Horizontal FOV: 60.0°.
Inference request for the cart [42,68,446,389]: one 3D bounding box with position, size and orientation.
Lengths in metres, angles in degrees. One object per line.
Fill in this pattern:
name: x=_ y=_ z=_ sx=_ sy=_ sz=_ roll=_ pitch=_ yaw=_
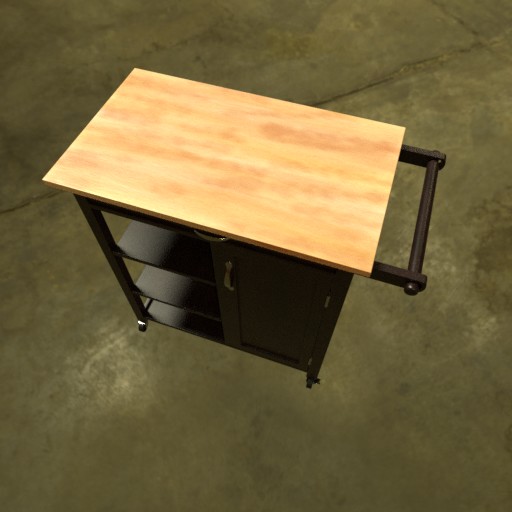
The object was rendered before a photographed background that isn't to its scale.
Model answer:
cart: x=0.000 y=0.000 z=1.460 sx=0.914 sy=0.878 sz=0.472 roll=16 pitch=58 yaw=10
